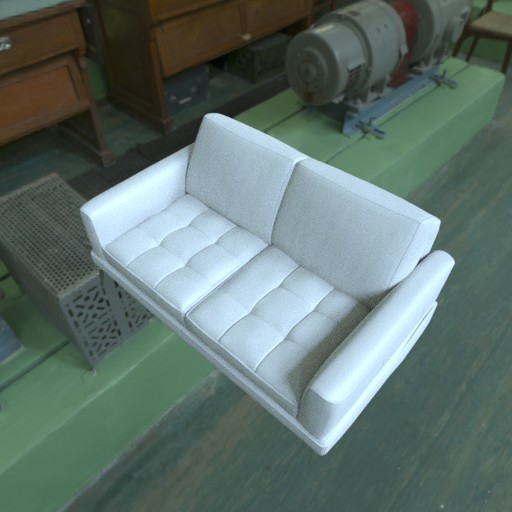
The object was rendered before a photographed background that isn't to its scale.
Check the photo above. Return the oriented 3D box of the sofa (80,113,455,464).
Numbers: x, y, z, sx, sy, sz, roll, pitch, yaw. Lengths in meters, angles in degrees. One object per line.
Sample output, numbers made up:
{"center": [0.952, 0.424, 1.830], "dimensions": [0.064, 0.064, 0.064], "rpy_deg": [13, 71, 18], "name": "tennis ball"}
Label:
{"center": [0.000, 0.000, 2.467], "dimensions": [1.819, 0.930, 1.121], "rpy_deg": [33, 55, 27], "name": "sofa"}
